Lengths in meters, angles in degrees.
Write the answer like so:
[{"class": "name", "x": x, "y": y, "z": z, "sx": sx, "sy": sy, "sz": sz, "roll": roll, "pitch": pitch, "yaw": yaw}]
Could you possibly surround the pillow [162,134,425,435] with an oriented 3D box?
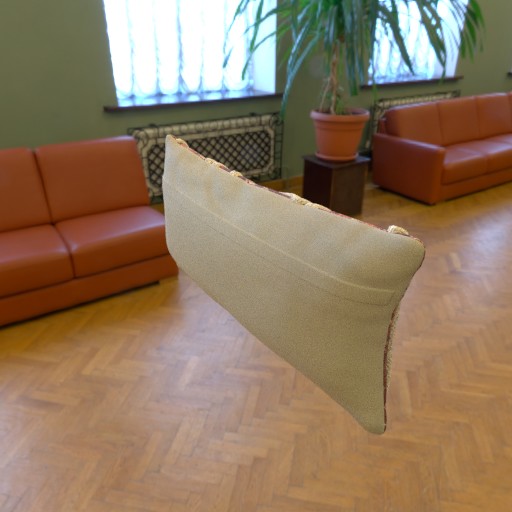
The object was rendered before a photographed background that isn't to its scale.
[{"class": "pillow", "x": 0.000, "y": 0.000, "z": 0.728, "sx": 0.161, "sy": 0.295, "sz": 0.608, "roll": -17, "pitch": 32, "yaw": -31}]
